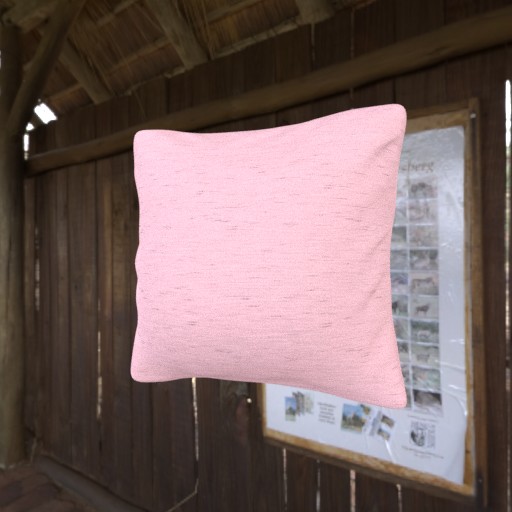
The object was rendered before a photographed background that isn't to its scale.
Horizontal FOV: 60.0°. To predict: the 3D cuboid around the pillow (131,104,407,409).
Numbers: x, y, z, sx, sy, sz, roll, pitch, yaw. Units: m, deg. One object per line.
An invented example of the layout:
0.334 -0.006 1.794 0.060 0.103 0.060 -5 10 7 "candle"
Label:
0.000 0.000 0.669 0.432 0.415 0.246 0 0 19 "pillow"
